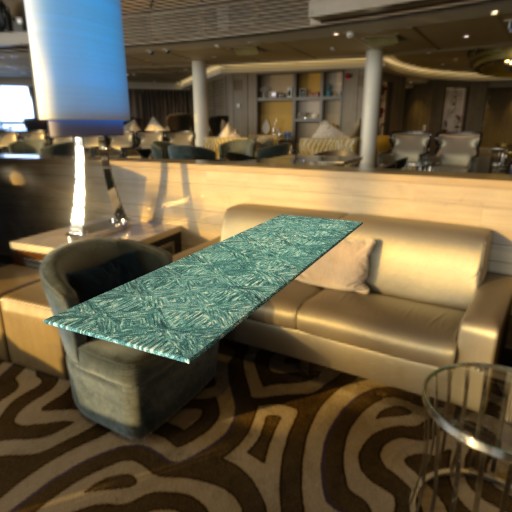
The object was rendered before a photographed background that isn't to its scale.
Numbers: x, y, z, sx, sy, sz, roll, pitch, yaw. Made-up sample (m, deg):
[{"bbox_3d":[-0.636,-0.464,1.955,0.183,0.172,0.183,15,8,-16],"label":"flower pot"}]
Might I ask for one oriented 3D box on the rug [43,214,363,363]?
[{"bbox_3d":[0.000,0.000,2.523,0.676,0.016,2.286,8,19,25],"label":"rug"}]
